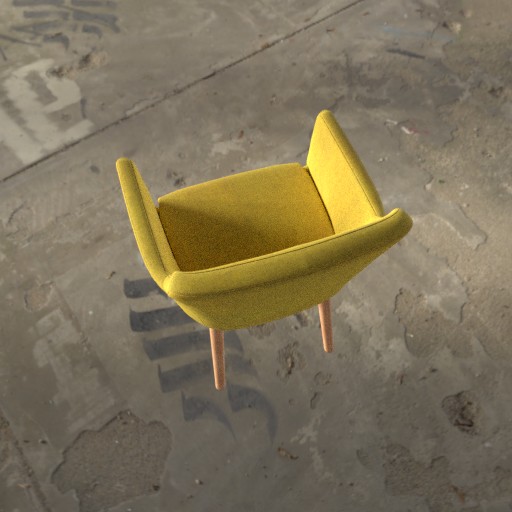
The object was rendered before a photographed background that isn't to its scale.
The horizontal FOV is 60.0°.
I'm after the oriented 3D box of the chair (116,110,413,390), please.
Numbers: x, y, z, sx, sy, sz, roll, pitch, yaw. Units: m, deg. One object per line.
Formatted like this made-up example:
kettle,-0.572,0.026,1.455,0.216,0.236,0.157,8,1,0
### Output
chair,0.000,0.000,1.213,0.570,0.780,0.570,-16,60,-10
